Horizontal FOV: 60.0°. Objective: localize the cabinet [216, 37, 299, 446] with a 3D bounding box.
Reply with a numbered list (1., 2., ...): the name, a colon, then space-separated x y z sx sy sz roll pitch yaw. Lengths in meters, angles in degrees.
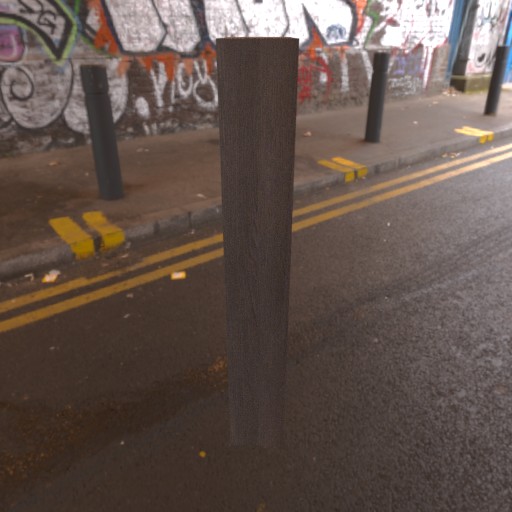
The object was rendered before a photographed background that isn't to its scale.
1. cabinet: 0.000 0.000 1.843 0.255 1.630 0.520 1 27 1
